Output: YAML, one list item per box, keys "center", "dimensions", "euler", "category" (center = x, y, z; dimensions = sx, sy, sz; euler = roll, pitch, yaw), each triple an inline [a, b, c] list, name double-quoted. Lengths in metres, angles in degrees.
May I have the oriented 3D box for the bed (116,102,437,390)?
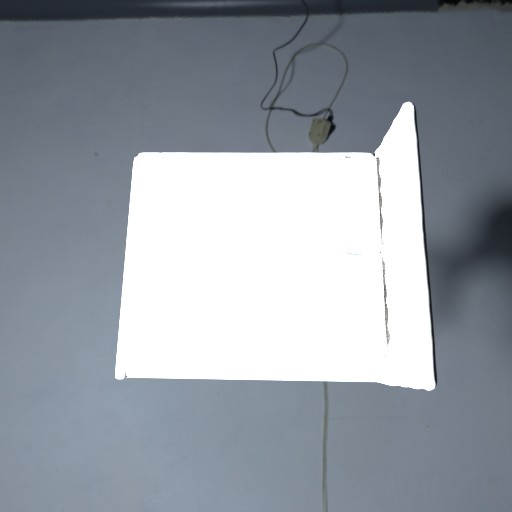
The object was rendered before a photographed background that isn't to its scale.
- center: [0.000, 0.000, 3.744]
  dimensions: [2.387, 1.427, 2.078]
  euler: [1, 76, 0]
  category: "bed"
